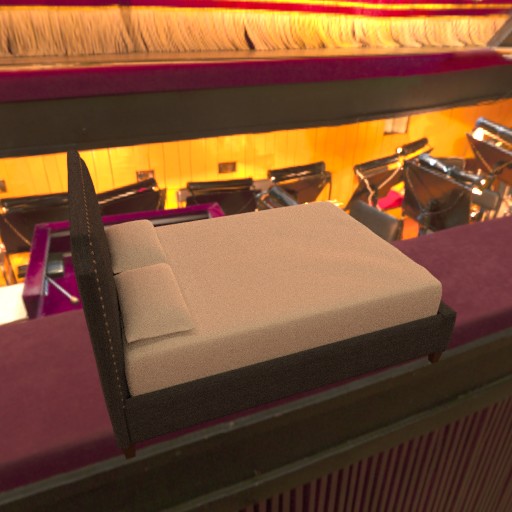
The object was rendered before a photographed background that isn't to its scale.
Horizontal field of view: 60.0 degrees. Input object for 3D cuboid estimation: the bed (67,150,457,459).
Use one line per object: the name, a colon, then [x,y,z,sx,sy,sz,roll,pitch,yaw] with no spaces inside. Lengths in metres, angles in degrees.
bed: [0.000,0.000,3.267,2.372,1.443,1.713,-11,31,-18]
